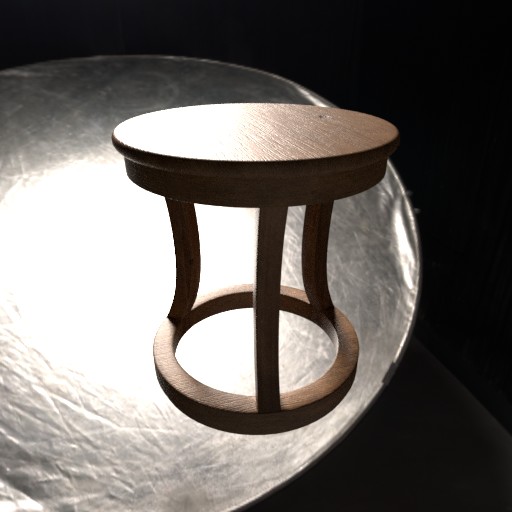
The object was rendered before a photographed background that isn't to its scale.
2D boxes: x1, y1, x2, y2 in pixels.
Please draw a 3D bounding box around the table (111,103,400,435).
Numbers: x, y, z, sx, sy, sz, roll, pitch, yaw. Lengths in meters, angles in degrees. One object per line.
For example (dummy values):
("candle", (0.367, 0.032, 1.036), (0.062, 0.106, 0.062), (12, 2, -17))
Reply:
("table", (0.000, 0.000, 0.792), (0.432, 0.460, 0.432), (0, 27, 0))
